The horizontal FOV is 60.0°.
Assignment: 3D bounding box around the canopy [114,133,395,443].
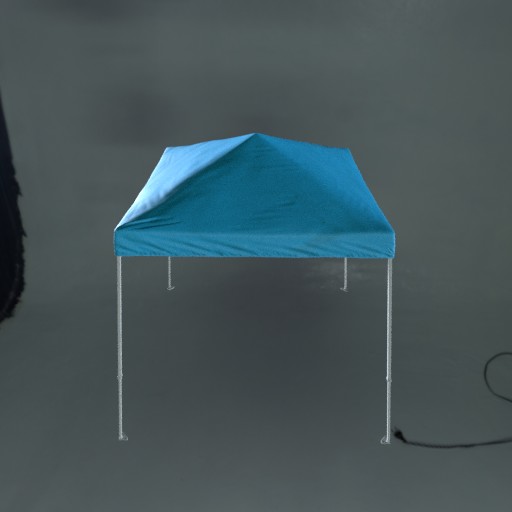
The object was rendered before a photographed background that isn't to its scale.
[{"bbox_3d":[0.000,0.000,5.154,2.849,2.849,2.848,0,31,1],"label":"canopy"}]
